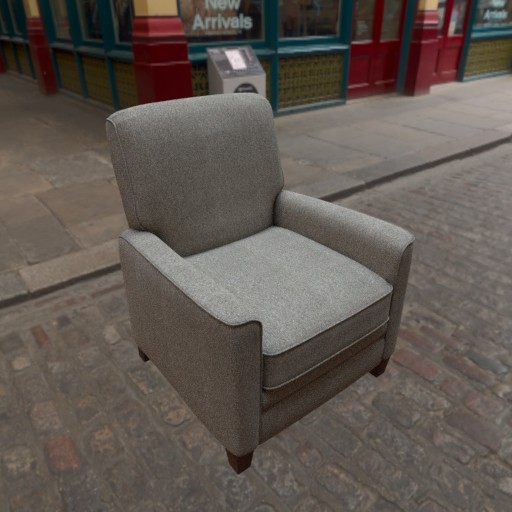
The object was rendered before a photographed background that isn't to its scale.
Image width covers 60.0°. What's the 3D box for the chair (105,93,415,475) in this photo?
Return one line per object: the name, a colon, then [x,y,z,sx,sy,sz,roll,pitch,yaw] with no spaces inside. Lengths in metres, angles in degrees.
chair: [0.000,0.000,1.634,0.841,1.028,0.858,-21,35,-33]
